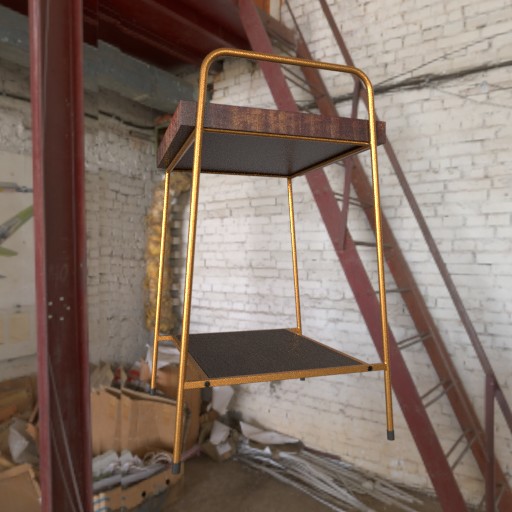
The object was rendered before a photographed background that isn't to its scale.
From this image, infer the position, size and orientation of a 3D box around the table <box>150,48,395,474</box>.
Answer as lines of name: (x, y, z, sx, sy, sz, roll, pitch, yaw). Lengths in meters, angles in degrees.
table: (0.000, 0.000, 0.990, 0.430, 0.710, 0.430, 0, 1, -18)
